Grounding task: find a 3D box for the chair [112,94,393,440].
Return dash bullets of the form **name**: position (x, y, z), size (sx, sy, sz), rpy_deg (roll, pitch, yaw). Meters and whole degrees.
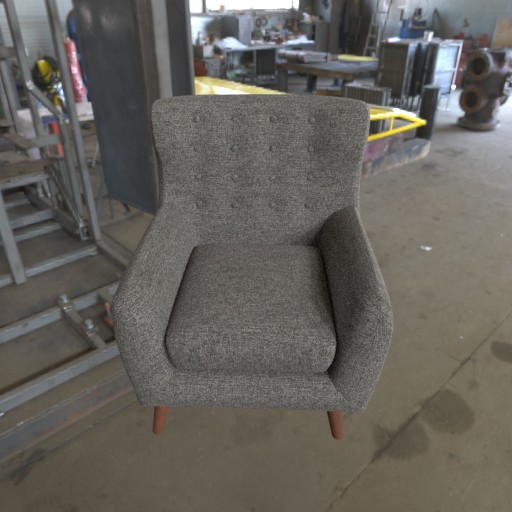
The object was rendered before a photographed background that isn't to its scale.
- **chair**: position (0.000, 0.000, 1.706), size (0.889, 1.039, 0.940), rpy_deg (1, 30, 2)
